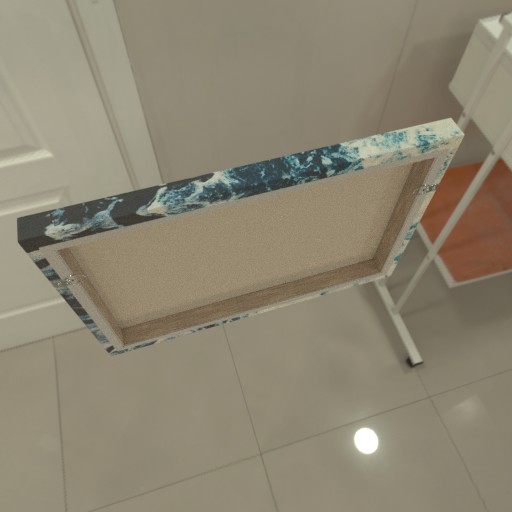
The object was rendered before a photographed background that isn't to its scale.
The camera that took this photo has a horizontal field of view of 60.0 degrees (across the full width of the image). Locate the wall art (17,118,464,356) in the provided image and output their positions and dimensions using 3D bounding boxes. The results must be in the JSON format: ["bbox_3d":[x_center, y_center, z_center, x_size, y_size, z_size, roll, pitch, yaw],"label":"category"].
[{"bbox_3d":[0.000,0.000,0.758,0.609,0.407,0.043,-15,59,-9],"label":"wall art"}]
